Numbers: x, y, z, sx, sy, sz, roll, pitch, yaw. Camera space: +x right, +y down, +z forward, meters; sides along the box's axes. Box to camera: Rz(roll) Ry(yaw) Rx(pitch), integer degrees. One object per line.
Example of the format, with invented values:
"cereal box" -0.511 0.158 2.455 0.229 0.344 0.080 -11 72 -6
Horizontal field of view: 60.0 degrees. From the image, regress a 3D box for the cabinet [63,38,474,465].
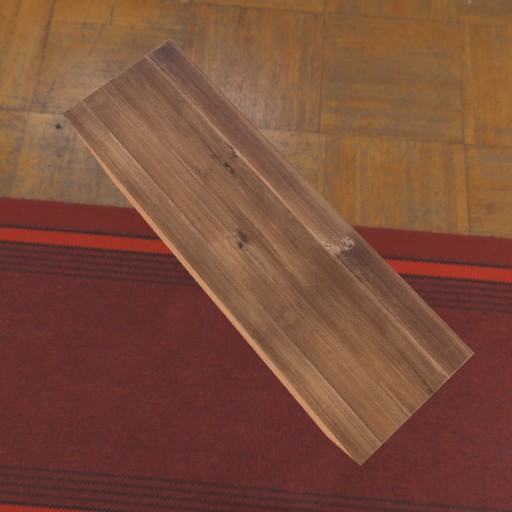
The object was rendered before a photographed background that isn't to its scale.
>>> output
"cabinet" 0.000 0.000 1.740 0.472 0.800 1.400 -40 79 -10
